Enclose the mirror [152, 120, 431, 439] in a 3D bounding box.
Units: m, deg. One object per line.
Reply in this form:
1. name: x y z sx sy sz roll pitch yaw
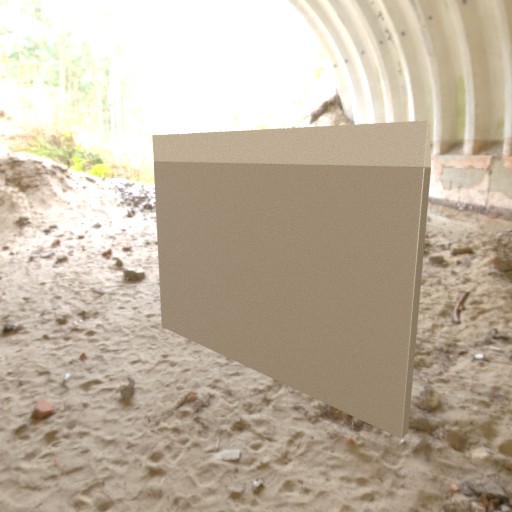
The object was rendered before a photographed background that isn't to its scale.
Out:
1. mirror: 0.000 0.000 1.150 0.870 0.630 0.030 12 18 43
